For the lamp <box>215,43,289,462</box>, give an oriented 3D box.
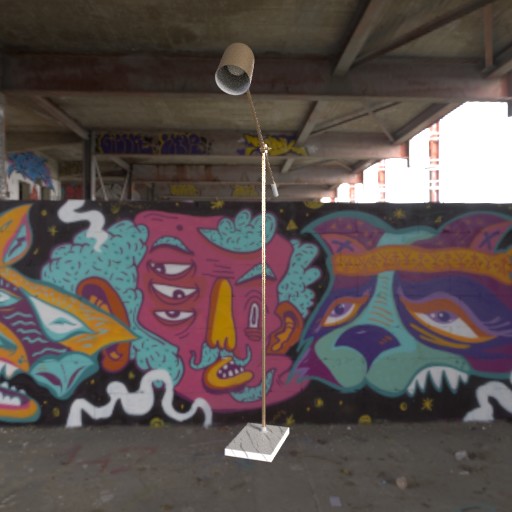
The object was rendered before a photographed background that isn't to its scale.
[{"bbox_3d":[0.000,0.000,1.848,0.194,1.594,0.653,0,0,18],"label":"lamp"}]
